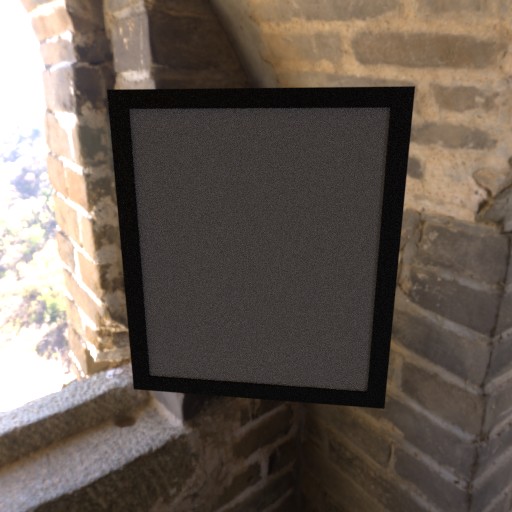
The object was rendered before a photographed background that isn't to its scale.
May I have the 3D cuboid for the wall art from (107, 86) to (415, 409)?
[{"bbox_3d":[0.000,0.000,0.539,0.330,0.381,0.029,2,17,7],"label":"wall art"}]
